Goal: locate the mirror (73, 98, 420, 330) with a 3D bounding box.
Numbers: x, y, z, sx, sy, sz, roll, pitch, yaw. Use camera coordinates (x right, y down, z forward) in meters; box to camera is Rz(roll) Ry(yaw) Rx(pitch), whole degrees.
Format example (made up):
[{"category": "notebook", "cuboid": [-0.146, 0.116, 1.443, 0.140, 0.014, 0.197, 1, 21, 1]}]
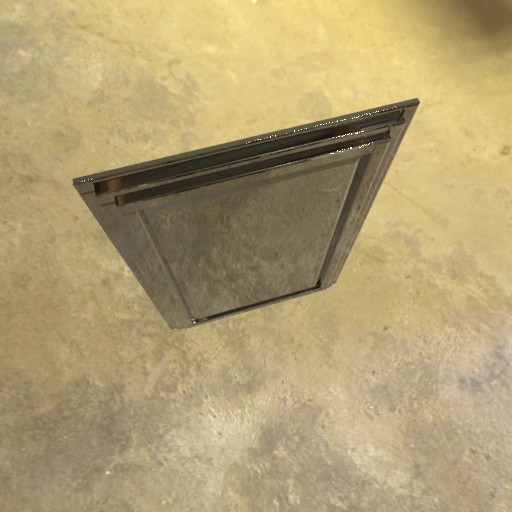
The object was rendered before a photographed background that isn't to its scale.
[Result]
[{"category": "mirror", "cuboid": [0.000, 0.000, 1.165, 0.613, 0.914, 0.039, -15, 67, -7]}]
